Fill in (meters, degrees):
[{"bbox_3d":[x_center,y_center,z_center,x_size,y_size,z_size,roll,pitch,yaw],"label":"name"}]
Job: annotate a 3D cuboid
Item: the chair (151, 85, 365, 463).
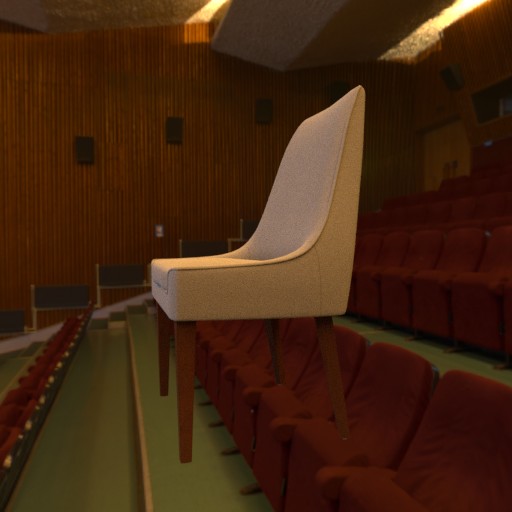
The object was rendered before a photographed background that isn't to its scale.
[{"bbox_3d":[0.000,0.000,1.209,0.544,0.861,0.529,0,1,-18],"label":"chair"}]
